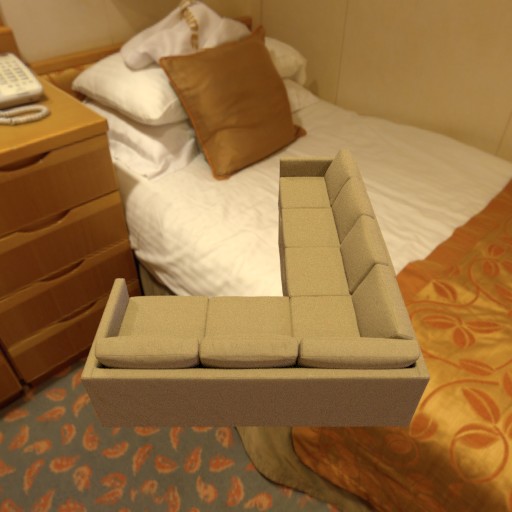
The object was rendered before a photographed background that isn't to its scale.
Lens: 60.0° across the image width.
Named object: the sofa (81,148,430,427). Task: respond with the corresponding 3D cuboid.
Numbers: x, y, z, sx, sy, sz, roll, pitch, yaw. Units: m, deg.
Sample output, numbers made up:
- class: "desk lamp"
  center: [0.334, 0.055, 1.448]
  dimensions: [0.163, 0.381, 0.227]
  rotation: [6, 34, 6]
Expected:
- class: "sofa"
  center: [0.000, 0.000, 4.402]
  dimensions: [2.432, 0.871, 3.182]
  rotation: [0, 41, 0]
